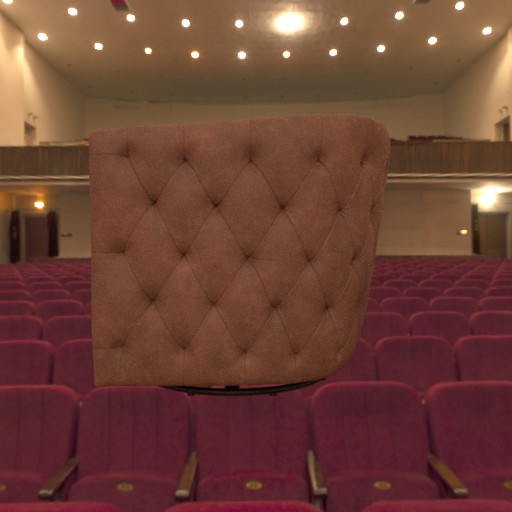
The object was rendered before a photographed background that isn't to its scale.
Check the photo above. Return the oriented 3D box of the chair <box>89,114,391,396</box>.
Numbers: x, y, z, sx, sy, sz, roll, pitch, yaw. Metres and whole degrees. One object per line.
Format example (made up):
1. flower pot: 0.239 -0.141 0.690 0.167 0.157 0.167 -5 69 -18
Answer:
1. chair: 0.000 0.000 1.530 0.870 0.790 0.850 0 -1 0
